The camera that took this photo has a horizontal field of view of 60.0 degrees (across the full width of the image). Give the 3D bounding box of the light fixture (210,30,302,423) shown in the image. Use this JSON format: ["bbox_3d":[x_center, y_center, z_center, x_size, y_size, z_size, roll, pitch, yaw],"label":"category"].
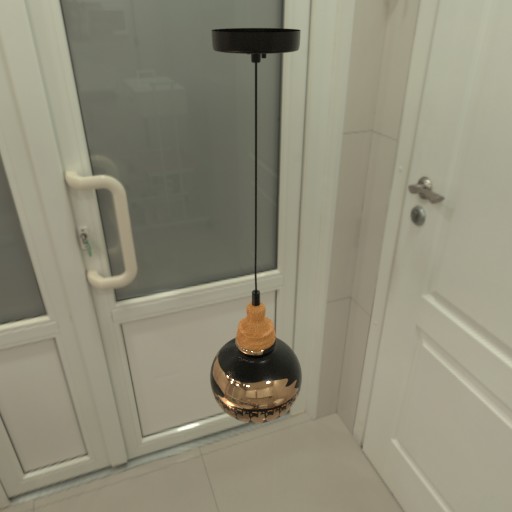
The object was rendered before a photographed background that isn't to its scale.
[{"bbox_3d":[0.000,0.000,1.767,0.430,1.606,0.430,-11,31,-18],"label":"light fixture"}]
